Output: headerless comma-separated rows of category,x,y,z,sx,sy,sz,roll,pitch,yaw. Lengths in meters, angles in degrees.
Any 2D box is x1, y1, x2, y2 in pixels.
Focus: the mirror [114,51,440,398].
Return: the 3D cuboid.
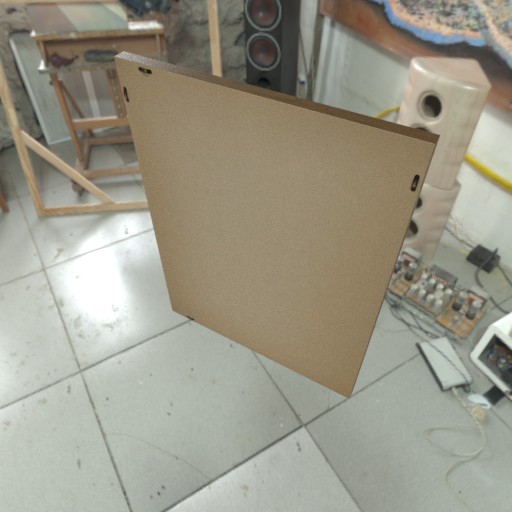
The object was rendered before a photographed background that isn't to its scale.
mirror,0.000,0.000,1.307,0.762,1.016,0.040,23,51,20
